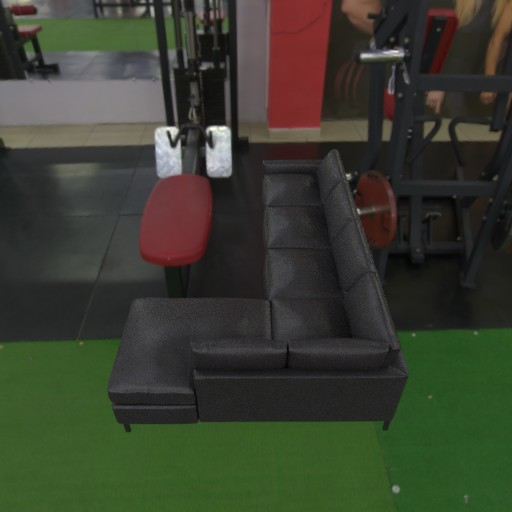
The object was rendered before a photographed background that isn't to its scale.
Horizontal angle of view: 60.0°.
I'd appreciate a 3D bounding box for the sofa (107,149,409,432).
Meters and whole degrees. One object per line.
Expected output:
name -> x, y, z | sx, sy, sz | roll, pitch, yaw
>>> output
sofa -> 0.000, 0.000, 4.024 | 1.938, 0.877, 2.984 | 0, 39, 0
